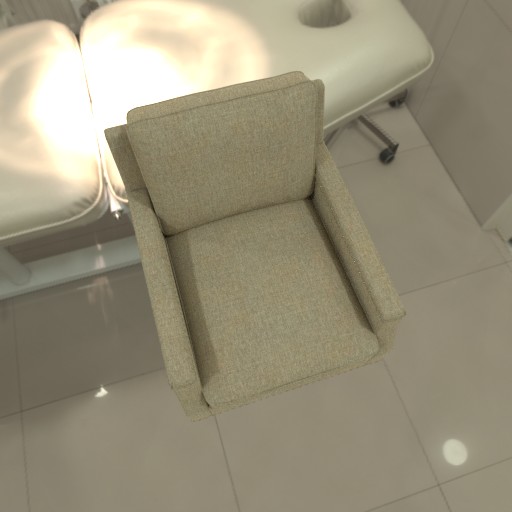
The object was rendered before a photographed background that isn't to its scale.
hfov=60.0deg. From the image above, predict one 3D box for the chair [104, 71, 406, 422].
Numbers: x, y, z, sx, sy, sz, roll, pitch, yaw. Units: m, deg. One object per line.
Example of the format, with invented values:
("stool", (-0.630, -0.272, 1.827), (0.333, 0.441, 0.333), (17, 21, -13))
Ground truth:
("chair", (0.000, 0.000, 1.743), (0.853, 0.943, 1.014), (-16, 65, -8))
